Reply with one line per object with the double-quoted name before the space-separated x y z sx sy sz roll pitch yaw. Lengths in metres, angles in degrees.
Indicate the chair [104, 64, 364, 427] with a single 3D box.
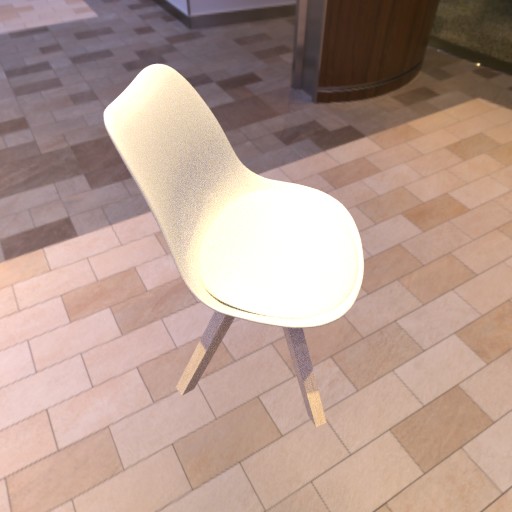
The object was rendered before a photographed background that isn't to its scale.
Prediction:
"chair" 0.000 0.000 1.151 0.550 0.850 0.485 10 47 9
